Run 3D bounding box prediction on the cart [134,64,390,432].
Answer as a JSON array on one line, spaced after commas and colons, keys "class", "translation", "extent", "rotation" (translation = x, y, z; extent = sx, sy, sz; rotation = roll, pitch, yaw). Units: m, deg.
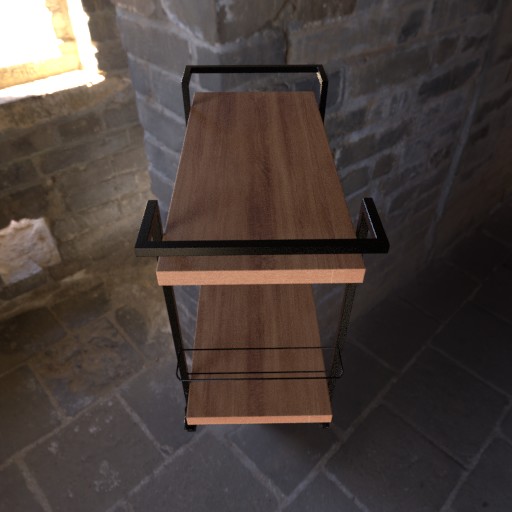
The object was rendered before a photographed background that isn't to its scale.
[{"class": "cart", "translation": [0.000, 0.000, 1.236], "extent": [0.406, 0.762, 0.806], "rotation": [-1, 42, -1]}]
